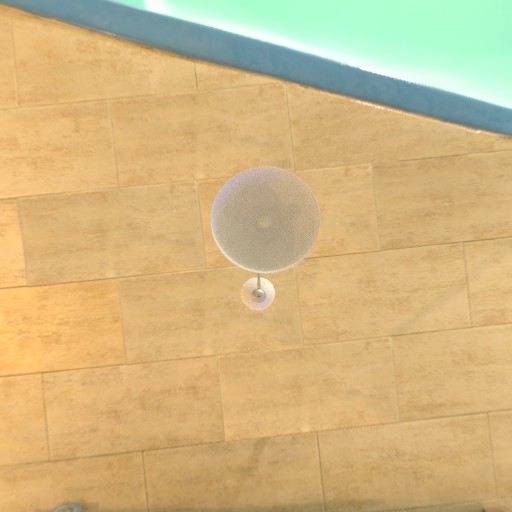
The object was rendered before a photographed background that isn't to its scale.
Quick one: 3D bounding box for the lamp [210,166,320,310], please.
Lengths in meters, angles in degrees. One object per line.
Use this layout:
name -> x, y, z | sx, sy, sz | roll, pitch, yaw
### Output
lamp -> 0.000, 0.000, 1.994 | 0.279, 1.804, 0.425 | 0, 89, -1
